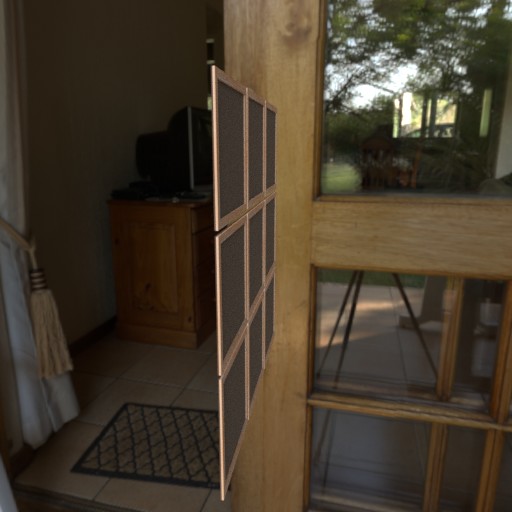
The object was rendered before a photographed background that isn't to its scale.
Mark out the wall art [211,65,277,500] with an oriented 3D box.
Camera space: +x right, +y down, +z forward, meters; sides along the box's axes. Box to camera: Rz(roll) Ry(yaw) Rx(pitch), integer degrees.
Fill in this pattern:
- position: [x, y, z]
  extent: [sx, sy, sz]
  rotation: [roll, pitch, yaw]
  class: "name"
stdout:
- position: [0.000, 0.000, 2.213]
  extent: [0.013, 1.525, 1.520]
  rotation: [2, 14, 9]
  class: "wall art"
